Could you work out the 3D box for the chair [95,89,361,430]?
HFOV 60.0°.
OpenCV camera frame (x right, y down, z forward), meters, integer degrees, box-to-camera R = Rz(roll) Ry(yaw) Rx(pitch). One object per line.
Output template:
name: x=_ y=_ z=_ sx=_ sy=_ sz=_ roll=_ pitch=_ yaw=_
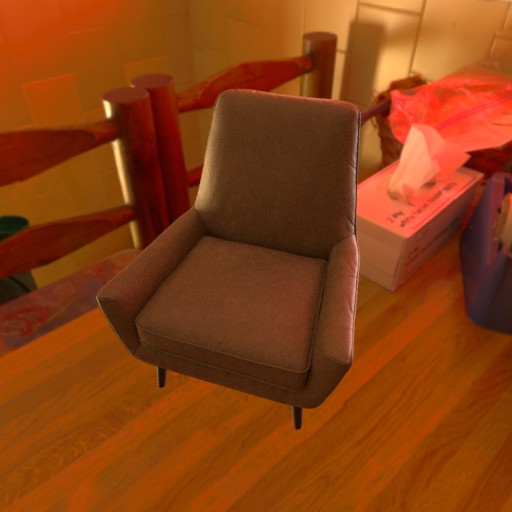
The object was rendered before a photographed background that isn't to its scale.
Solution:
chair: x=0.000 y=0.000 z=1.561 sx=0.787 sy=0.888 sz=0.824 roll=12 pitch=41 yaw=14
